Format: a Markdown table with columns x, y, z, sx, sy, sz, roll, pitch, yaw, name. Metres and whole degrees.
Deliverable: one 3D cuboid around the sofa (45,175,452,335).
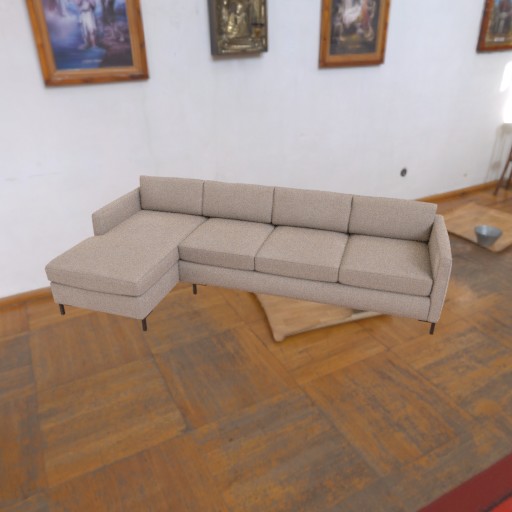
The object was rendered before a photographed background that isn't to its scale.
| x | y | z | sx | sy | sz | roll | pitch | yaw | name |
| --- | --- | --- | --- | --- | --- | --- | --- | --- | --- |
| 0.000 | 0.000 | 3.584 | 2.923 | 0.816 | 1.469 | 8 | 28 | 15 | sofa |
